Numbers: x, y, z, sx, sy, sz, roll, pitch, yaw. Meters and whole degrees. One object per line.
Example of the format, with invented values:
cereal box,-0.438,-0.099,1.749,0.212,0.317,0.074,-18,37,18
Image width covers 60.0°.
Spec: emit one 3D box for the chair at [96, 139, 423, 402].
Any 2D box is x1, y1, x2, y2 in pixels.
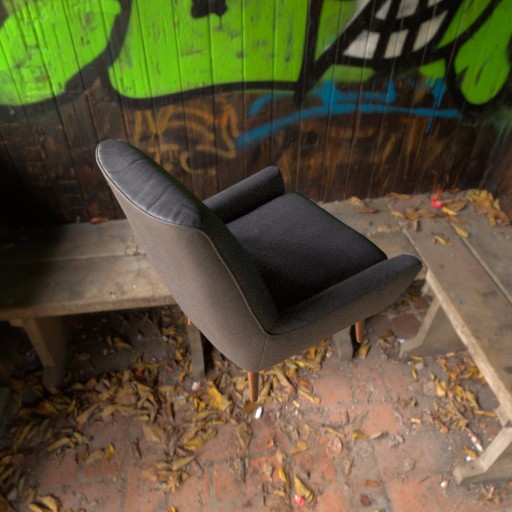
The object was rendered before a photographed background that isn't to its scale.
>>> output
chair,0.000,0.000,1.517,0.822,0.888,0.787,-26,47,-27
